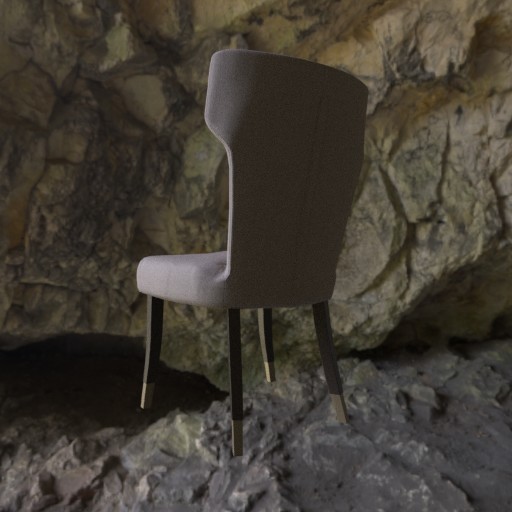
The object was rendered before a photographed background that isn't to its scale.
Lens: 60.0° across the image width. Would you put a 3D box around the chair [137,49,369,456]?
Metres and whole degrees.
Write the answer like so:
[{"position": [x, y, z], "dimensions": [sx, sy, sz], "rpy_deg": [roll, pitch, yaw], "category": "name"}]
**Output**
[{"position": [0.000, 0.000, 1.318], "dimensions": [0.526, 0.955, 0.630], "rpy_deg": [0, 1, -34], "category": "chair"}]
